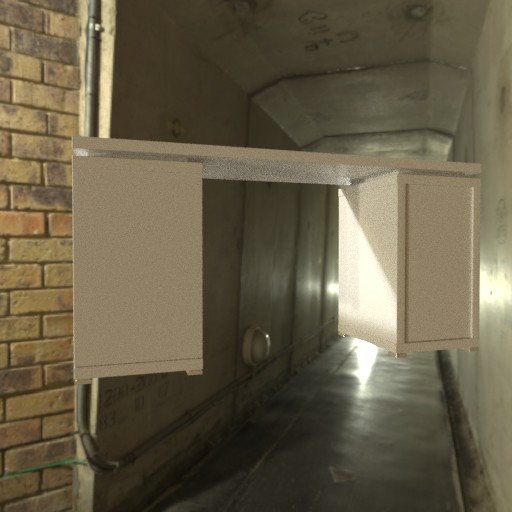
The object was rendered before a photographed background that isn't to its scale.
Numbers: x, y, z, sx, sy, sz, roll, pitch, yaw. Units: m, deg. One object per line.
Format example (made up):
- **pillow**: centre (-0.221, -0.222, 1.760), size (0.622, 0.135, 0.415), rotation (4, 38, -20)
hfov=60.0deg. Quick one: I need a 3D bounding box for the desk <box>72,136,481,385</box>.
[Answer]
- **desk**: centre (0.000, 0.000, 2.133), size (1.524, 0.753, 1.200), rotation (0, 1, -17)
